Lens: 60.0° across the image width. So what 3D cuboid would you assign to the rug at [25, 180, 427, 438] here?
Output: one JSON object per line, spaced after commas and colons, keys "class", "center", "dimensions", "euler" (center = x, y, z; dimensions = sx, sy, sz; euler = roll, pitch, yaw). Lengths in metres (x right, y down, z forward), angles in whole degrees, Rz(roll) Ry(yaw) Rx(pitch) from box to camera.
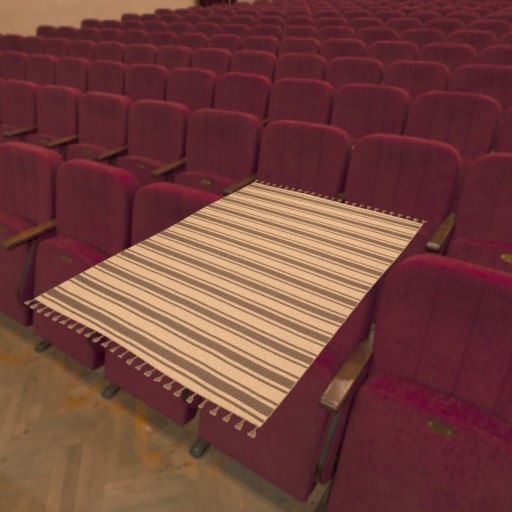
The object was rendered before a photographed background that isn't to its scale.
{"class": "rug", "center": [0.000, 0.000, 3.799], "dimensions": [2.030, 0.017, 3.040], "euler": [19, 36, 29]}
